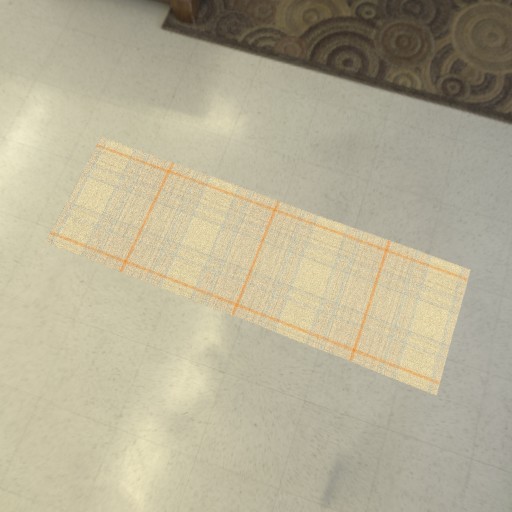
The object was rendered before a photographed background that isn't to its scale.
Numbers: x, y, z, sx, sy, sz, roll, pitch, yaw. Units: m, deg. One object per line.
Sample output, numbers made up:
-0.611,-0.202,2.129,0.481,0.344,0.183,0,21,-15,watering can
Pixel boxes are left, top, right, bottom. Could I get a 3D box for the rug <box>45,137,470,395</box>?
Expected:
0.000,0.000,2.659,2.442,0.016,0.770,21,76,5,rug
